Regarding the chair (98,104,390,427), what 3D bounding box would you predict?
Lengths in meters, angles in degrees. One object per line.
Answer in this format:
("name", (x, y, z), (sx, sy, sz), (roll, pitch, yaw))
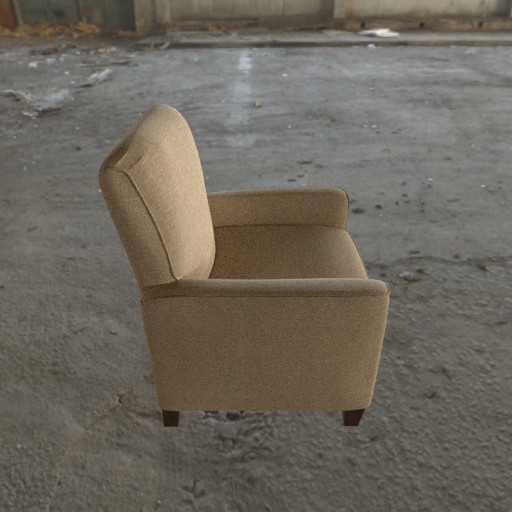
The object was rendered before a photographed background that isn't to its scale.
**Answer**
("chair", (0.000, 0.000, 1.690), (0.858, 1.028, 0.841), (0, 31, 0))
